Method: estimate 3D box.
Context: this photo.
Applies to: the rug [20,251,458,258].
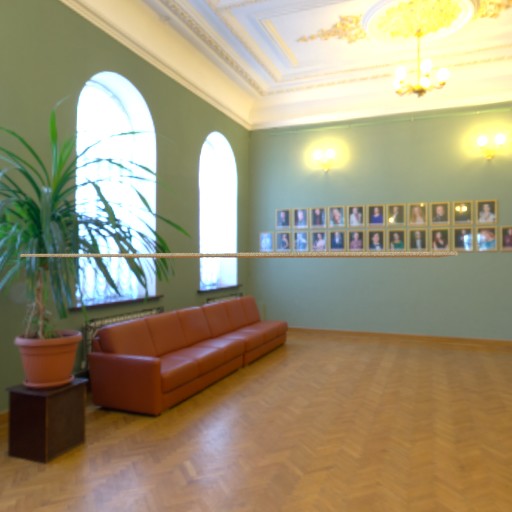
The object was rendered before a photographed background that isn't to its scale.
[{"bbox_3d":[0.000,0.000,2.723,2.144,0.013,1.509,0,-1,20],"label":"rug"}]
